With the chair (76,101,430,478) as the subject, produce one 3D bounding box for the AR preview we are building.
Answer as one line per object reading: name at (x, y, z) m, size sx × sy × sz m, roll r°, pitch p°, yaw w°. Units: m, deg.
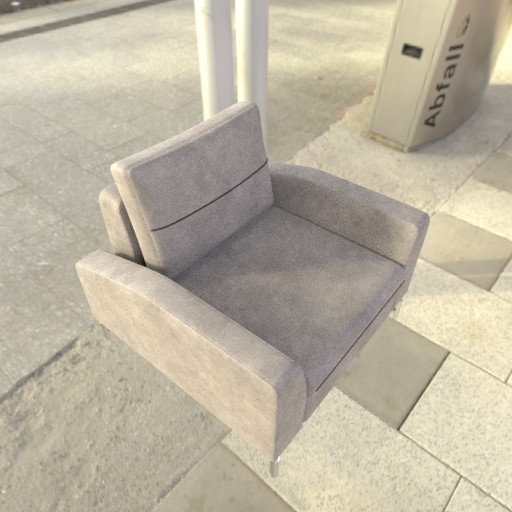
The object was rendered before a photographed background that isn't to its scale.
chair at (0.000, 0.000, 1.576) m, size 0.900 × 0.800 × 0.900 m, roll 29°, pitch 50°, yaw 28°
